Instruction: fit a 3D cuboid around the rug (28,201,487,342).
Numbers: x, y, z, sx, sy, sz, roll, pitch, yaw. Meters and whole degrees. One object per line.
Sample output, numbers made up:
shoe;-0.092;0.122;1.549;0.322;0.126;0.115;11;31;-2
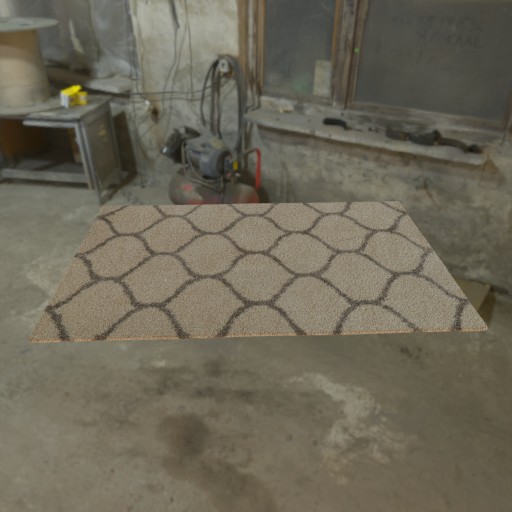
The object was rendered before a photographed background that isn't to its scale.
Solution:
rug;0.000;0.000;2.876;2.348;0.024;1.501;-1;33;-2
